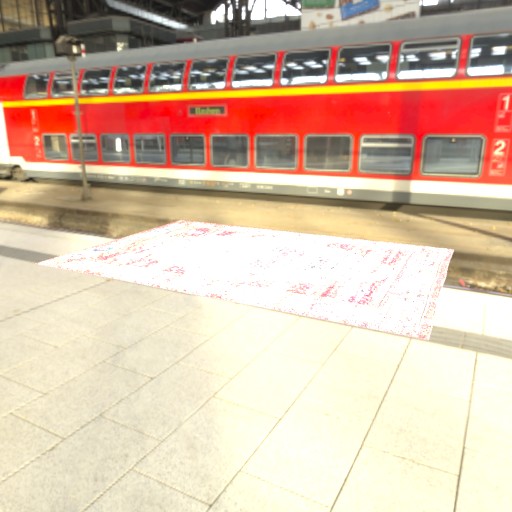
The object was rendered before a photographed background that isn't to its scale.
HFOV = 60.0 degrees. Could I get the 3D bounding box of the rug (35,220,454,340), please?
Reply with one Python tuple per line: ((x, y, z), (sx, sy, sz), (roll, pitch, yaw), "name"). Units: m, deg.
((0.000, 0.000, 2.310), (1.829, 0.006, 1.219), (8, 18, 26), "rug")
